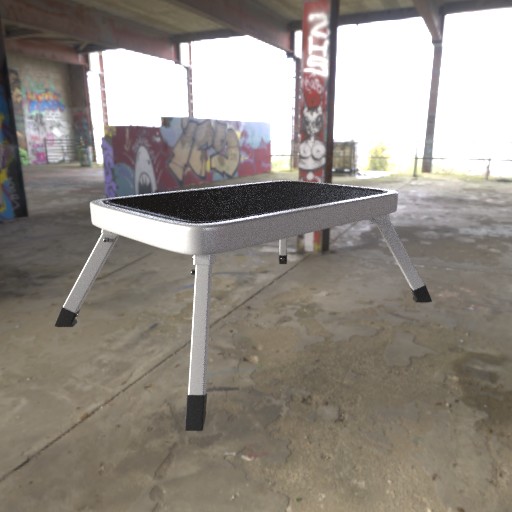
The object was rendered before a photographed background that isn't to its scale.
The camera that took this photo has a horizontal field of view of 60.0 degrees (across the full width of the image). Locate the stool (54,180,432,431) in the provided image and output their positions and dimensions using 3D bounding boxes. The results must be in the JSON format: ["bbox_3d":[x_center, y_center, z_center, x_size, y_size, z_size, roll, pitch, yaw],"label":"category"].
[{"bbox_3d":[0.000,0.000,0.619,0.460,0.170,0.320,-14,21,-42],"label":"stool"}]
